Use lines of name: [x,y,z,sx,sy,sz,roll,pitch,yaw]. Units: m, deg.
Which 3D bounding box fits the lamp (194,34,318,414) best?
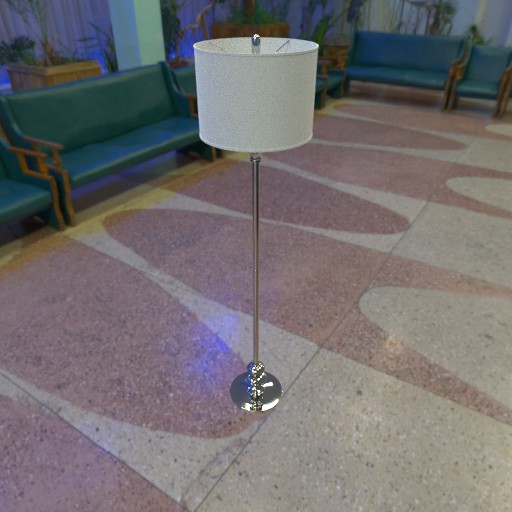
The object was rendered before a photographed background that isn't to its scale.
lamp: [0.000,0.000,1.654,0.356,1.487,0.356,21,38,30]
